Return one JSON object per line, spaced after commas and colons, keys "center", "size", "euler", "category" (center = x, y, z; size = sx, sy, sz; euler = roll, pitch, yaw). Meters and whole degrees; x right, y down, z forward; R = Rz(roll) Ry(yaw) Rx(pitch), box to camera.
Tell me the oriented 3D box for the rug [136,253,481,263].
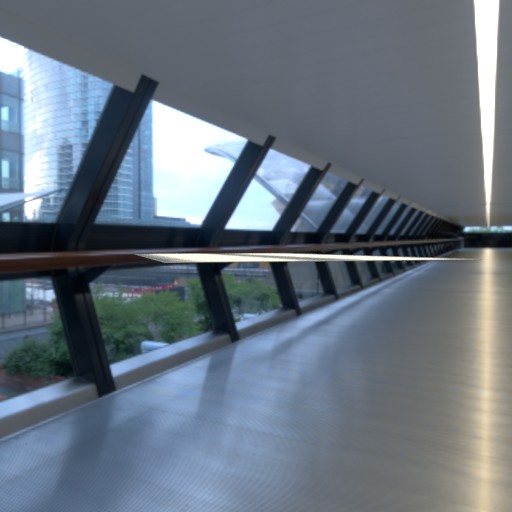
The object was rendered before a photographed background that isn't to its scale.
{"center": [0.000, 0.000, 3.074], "size": [1.519, 0.003, 2.453], "euler": [0, 1, -18], "category": "rug"}
